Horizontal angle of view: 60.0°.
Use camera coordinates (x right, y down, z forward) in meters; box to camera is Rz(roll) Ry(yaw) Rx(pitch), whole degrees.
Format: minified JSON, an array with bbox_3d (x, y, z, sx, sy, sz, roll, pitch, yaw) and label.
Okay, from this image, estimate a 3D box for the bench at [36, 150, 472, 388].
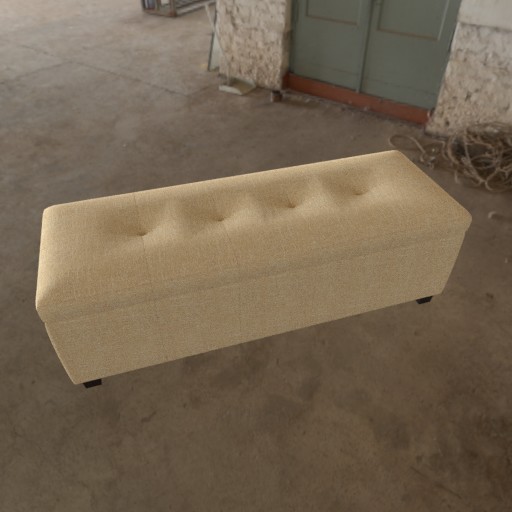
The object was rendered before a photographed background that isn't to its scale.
[{"bbox_3d":[0.000,0.000,1.433,1.219,0.406,0.432,-12,43,-13],"label":"bench"}]
